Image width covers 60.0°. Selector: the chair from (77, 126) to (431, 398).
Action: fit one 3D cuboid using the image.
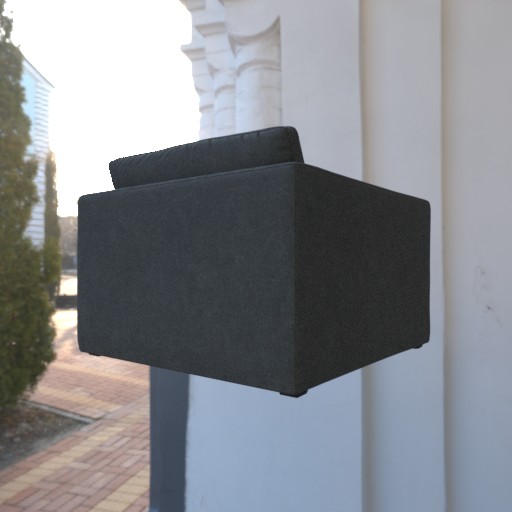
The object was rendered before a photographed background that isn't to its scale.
[{"bbox_3d":[0.000,0.000,1.916,1.190,0.845,1.091,-1,-1,36],"label":"chair"}]
